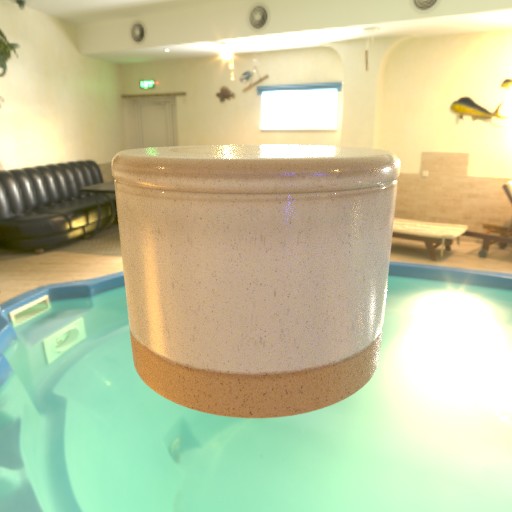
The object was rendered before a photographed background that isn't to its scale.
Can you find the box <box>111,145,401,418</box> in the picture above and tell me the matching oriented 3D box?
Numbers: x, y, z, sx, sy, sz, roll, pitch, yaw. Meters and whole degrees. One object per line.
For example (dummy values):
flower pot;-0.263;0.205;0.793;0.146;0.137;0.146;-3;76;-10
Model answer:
box;0.000;0.000;0.262;0.154;0.123;0.154;0;16;0
